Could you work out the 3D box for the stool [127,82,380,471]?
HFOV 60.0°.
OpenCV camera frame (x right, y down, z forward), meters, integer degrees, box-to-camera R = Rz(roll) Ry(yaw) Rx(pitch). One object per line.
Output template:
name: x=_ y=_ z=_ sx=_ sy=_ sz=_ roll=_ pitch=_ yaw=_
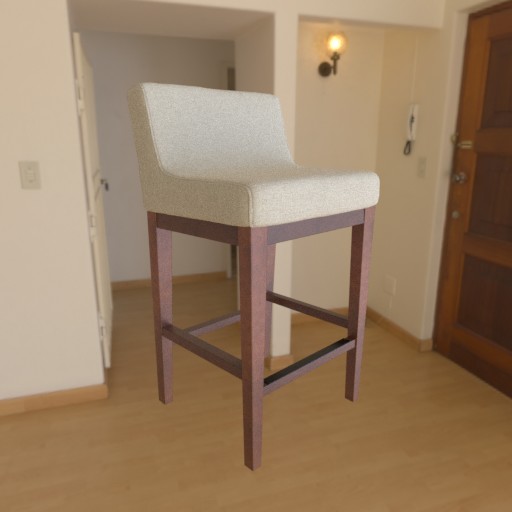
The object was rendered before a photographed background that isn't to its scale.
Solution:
stool: x=0.000 y=0.000 z=1.278 sx=0.511 sy=0.937 sz=0.500 roll=-14 pitch=20 yaw=-42
